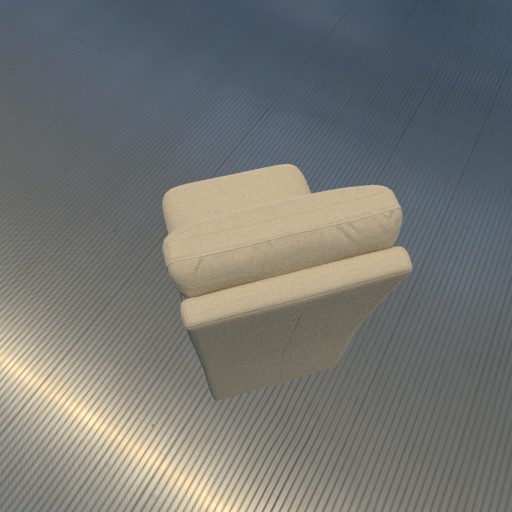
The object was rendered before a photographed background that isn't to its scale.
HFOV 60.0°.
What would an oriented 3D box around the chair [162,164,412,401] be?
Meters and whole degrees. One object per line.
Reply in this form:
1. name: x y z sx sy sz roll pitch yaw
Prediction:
1. chair: 0.000 0.000 1.366 0.503 0.927 0.698 -14 60 -8
